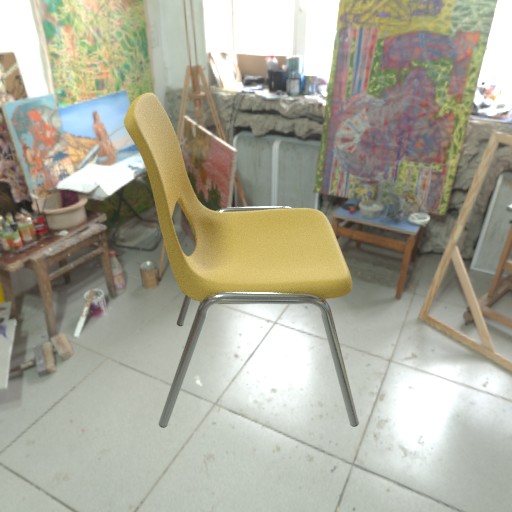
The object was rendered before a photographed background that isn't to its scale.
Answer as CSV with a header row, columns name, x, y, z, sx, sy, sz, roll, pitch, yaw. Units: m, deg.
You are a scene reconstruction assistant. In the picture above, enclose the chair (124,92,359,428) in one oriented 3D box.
name,x,y,z,sx,sy,sz,roll,pitch,yaw
chair,0.000,0.000,0.949,0.436,0.653,0.381,-1,31,-2
